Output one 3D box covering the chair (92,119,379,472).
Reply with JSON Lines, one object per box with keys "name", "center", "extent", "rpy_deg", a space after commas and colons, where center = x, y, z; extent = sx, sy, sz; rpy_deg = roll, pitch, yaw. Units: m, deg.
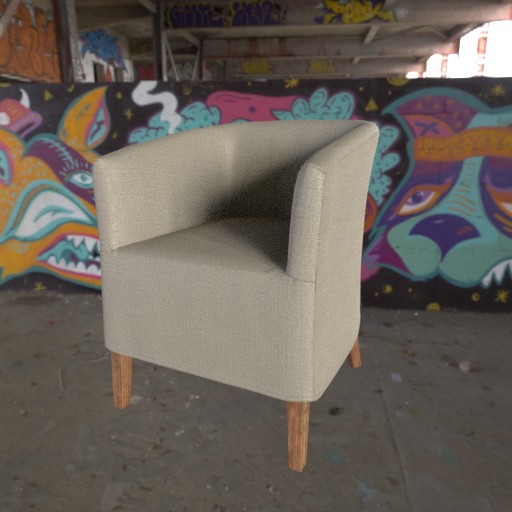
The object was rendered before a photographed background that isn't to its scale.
{"name": "chair", "center": [0.000, 0.000, 1.270], "extent": [0.600, 0.771, 0.668], "rpy_deg": [7, 16, 26]}
